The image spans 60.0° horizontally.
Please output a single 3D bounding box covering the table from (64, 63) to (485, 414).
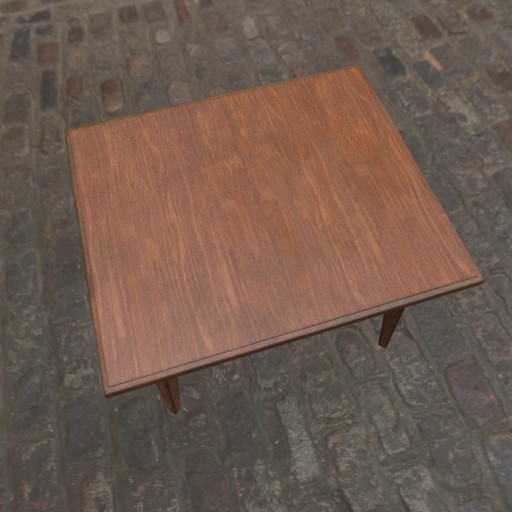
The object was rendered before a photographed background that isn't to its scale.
[{"bbox_3d":[0.000,0.000,1.600,0.991,0.761,0.838,-15,65,-7],"label":"table"}]
